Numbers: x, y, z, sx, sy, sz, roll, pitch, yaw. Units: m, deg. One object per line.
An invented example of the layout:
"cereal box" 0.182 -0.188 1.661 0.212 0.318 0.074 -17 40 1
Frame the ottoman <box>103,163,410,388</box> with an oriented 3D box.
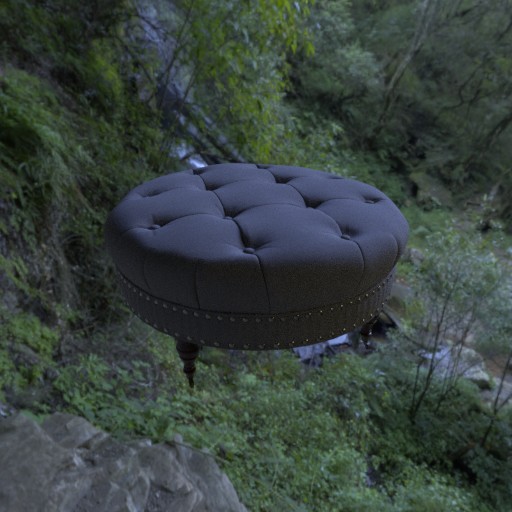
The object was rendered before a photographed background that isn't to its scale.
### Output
"ottoman" 0.000 0.000 1.411 0.901 0.439 0.901 0 26 0
